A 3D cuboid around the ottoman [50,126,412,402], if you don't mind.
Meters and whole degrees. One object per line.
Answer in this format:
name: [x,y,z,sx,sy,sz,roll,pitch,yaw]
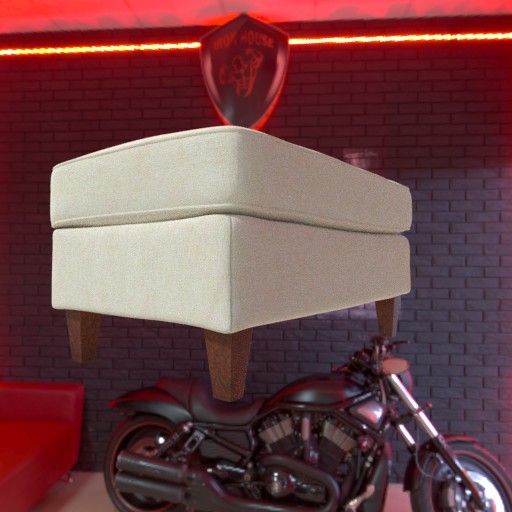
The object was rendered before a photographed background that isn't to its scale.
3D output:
ottoman: [0.000,0.000,1.184,0.583,0.484,0.862,0,0,37]
